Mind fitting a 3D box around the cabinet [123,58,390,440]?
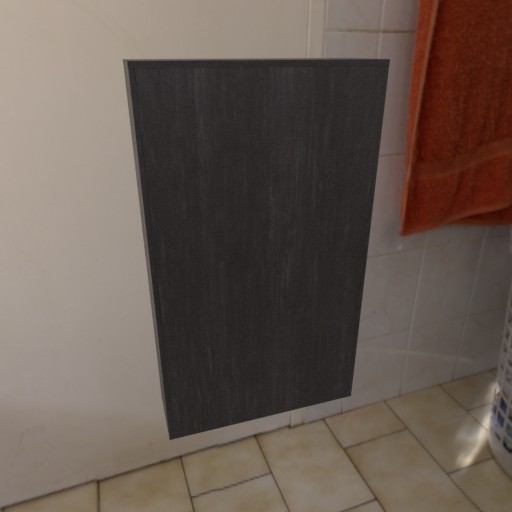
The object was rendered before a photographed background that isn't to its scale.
[{"bbox_3d":[0.000,0.000,1.576,0.750,1.280,0.250,-8,26,-16],"label":"cabinet"}]
